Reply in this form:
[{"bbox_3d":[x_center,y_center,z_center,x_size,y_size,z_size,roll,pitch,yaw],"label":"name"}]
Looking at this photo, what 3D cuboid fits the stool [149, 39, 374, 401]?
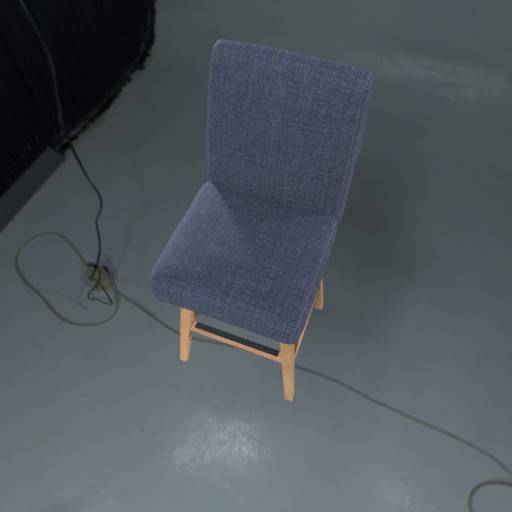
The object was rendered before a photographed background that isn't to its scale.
[{"bbox_3d":[0.000,0.000,1.431,0.483,1.112,0.570,17,59,11],"label":"stool"}]
